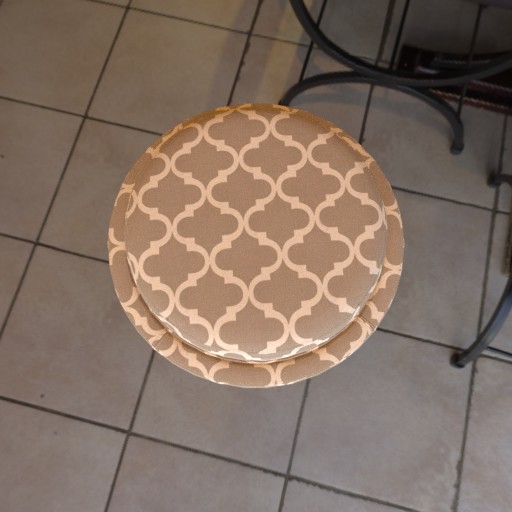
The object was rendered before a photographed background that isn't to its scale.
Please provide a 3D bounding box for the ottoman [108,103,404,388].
[{"bbox_3d":[0.000,0.000,0.843,0.480,0.429,0.480,0,75,0],"label":"ottoman"}]
